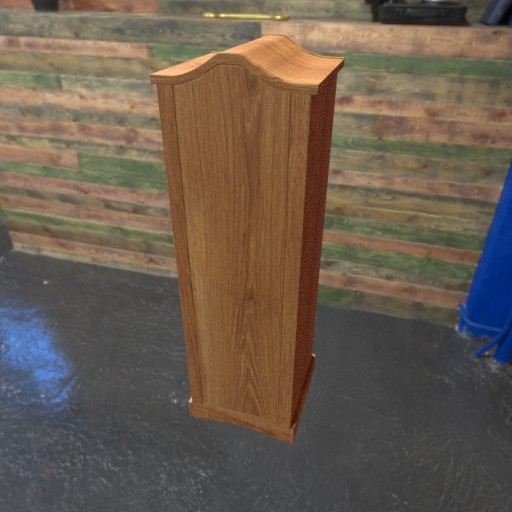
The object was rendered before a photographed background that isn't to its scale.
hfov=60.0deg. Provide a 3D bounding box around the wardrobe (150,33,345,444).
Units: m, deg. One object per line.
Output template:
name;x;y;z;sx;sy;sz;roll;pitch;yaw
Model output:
wardrobe;0.000;0.000;2.133;0.590;1.870;0.570;10;33;15
